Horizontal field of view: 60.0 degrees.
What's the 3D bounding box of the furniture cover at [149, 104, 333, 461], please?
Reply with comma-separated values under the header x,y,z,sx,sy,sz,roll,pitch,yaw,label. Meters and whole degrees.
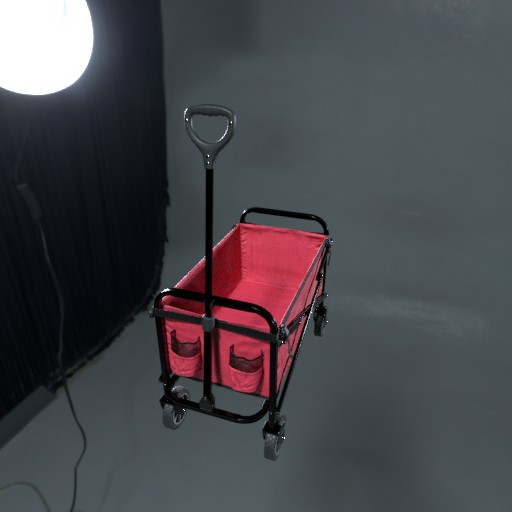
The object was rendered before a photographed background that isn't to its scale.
x,y,z,sx,sy,sz,roll,pitch,yaw,label
0.000,0.000,1.821,0.532,1.295,1.038,9,29,18,furniture cover
